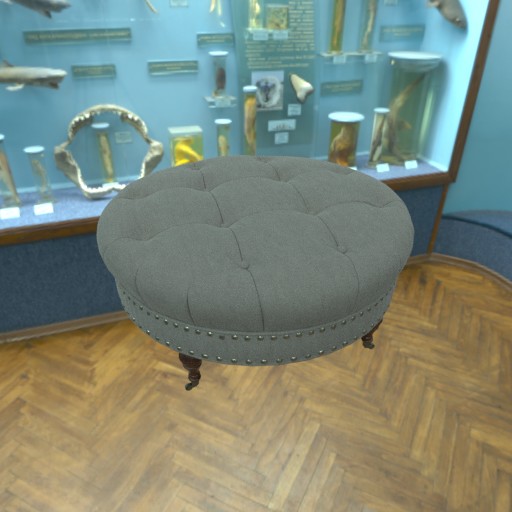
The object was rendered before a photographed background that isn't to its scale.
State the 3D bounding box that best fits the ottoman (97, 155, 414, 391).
[{"bbox_3d":[0.000,0.000,1.387,0.901,0.439,0.901,0,32,0],"label":"ottoman"}]
